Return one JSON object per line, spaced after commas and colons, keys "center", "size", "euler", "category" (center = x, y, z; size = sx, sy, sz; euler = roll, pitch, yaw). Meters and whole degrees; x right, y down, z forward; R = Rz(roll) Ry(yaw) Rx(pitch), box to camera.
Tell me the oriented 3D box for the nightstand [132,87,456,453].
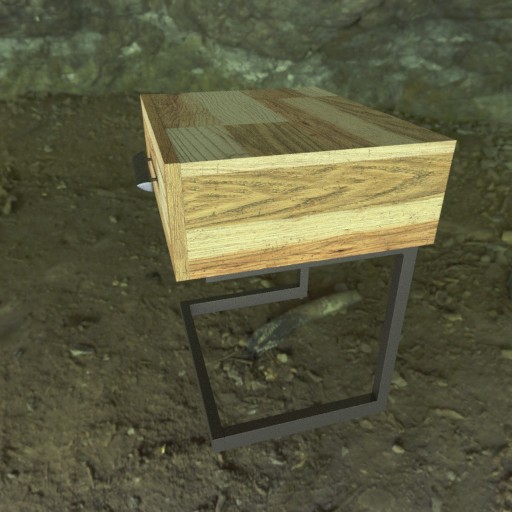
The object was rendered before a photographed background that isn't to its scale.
{"center": [0.000, 0.000, 1.009], "size": [0.481, 0.632, 0.558], "euler": [-8, 30, -14], "category": "nightstand"}
